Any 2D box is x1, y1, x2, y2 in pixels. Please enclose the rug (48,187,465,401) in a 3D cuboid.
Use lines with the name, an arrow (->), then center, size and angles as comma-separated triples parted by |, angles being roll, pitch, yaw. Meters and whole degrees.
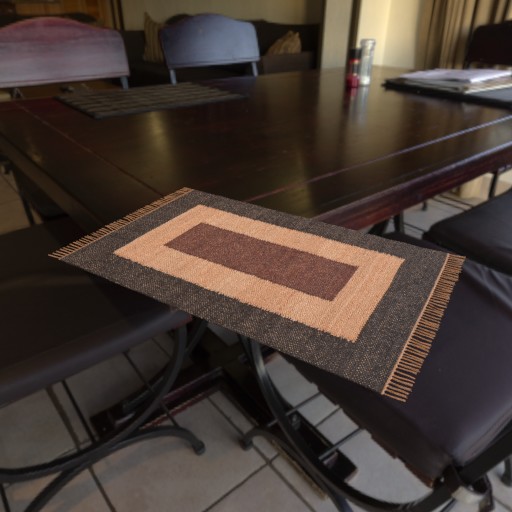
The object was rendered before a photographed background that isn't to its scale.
rug -> 0.000, 0.000, 1.890 | 1.541, 0.013, 0.920 | 17, 35, 27
